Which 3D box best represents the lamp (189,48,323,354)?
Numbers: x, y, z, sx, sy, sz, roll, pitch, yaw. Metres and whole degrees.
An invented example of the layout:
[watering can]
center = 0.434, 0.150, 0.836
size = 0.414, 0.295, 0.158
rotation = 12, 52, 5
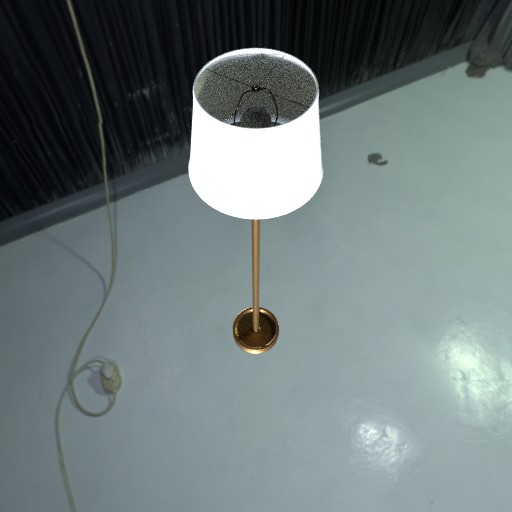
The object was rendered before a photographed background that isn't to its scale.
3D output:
[lamp]
center = 0.000, 0.000, 0.786
size = 0.178, 0.710, 0.178
rotation = 0, 58, 0
